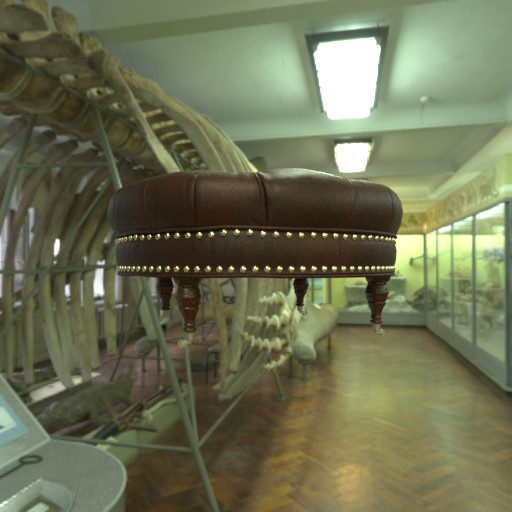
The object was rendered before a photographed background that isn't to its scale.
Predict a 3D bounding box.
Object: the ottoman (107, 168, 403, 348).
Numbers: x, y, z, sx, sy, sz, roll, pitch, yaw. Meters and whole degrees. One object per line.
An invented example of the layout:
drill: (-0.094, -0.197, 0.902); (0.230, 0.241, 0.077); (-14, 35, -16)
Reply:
ottoman: (0.000, 0.000, 1.414); (0.901, 0.455, 0.901); (0, -1, 0)
